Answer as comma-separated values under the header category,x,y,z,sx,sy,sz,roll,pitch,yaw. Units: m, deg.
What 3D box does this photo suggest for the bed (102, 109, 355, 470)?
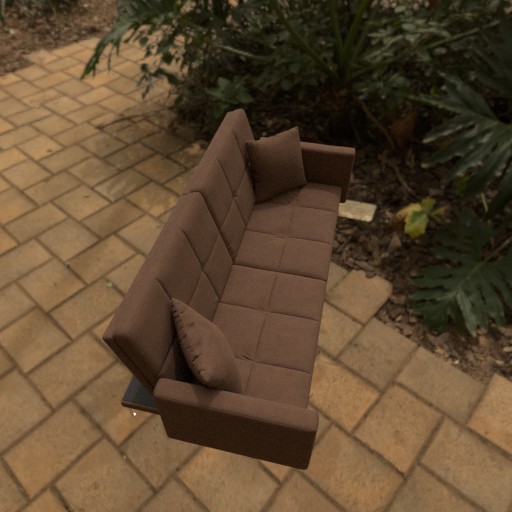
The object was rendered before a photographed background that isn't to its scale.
category,x,y,z,sx,sy,sz,roll,pitch,yaw
bed,0.000,0.000,2.400,0.889,0.787,1.905,9,47,9
